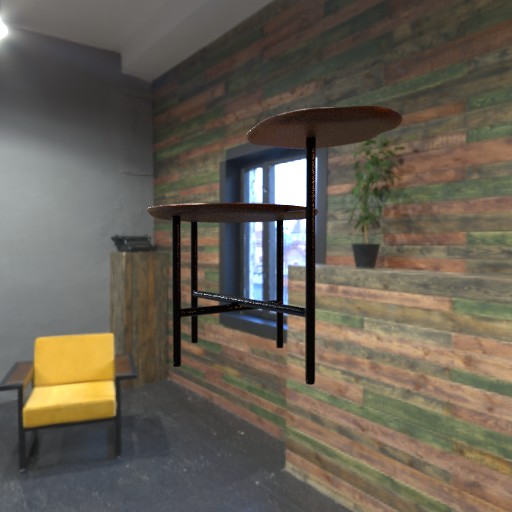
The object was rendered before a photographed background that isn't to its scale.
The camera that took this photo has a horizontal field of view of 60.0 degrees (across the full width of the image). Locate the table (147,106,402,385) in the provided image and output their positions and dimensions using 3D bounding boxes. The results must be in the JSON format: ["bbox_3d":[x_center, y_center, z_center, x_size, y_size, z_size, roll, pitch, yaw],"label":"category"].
[{"bbox_3d":[0.000,0.000,1.090,0.442,0.538,0.759,-1,2,-36],"label":"table"}]
